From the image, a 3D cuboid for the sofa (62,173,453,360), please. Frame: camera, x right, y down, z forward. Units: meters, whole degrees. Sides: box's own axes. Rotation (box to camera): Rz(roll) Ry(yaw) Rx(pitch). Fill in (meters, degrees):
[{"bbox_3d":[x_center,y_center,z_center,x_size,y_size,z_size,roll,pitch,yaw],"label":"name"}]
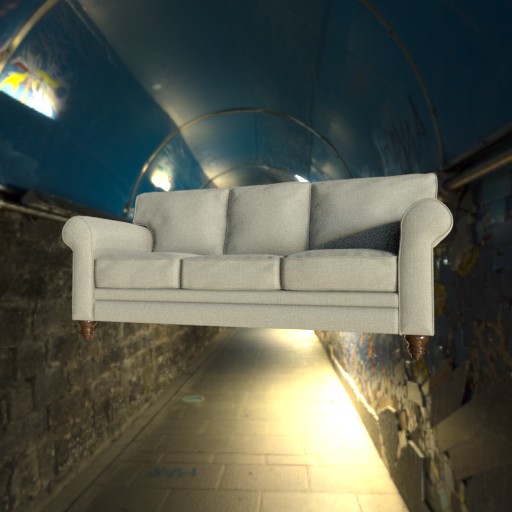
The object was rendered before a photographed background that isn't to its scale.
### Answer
[{"bbox_3d":[0.000,0.000,2.607,2.084,0.961,0.916,-1,-2,19],"label":"sofa"}]
